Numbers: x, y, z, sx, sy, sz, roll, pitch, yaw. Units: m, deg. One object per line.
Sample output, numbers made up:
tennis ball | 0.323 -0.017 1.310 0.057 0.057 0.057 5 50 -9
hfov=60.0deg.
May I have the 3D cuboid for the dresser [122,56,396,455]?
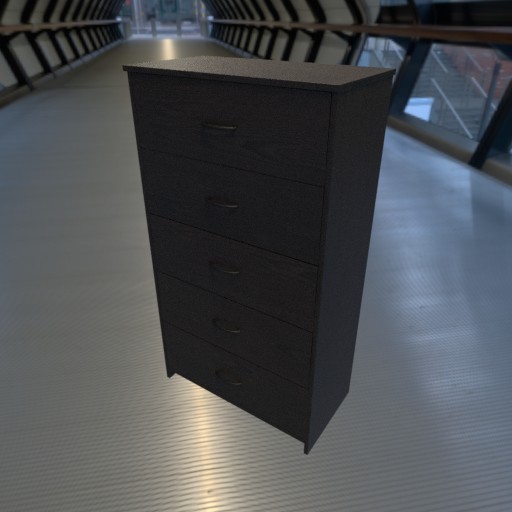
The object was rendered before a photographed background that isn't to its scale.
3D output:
dresser | 0.000 0.000 1.587 0.704 1.254 0.418 18 34 29
